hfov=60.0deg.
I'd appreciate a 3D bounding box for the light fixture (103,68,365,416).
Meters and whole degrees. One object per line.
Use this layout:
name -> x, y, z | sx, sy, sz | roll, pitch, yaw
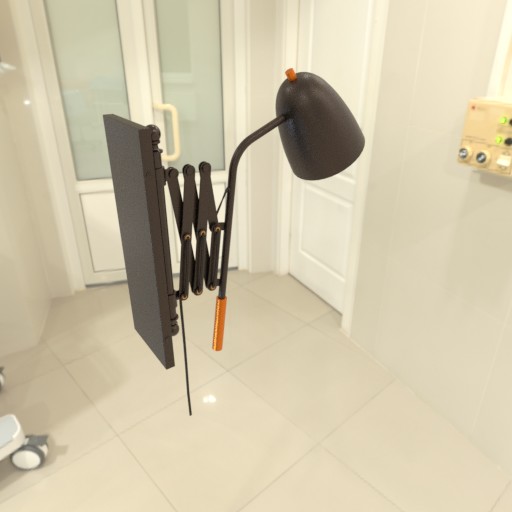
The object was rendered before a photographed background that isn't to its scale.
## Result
light fixture -> 0.000, 0.000, 0.921 | 0.499, 0.715, 0.162 | -17, 31, -31
